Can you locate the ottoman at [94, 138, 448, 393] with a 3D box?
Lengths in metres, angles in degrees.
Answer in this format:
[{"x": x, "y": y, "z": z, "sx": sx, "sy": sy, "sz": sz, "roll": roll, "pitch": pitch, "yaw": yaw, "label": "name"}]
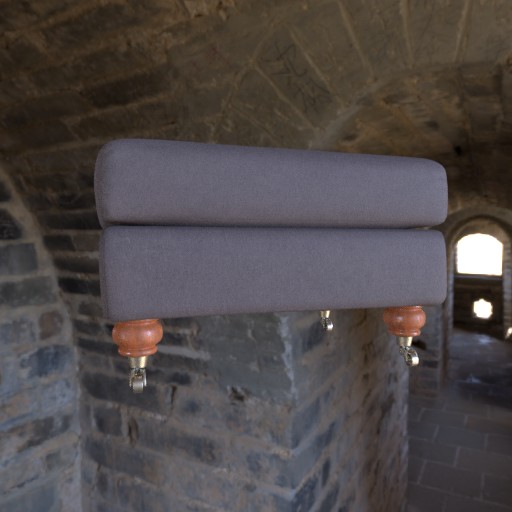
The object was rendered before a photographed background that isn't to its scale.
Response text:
[{"x": 0.000, "y": 0.000, "z": 1.150, "sx": 0.773, "sy": 0.497, "sz": 0.574, "roll": 0, "pitch": 2, "yaw": -17, "label": "ottoman"}]
